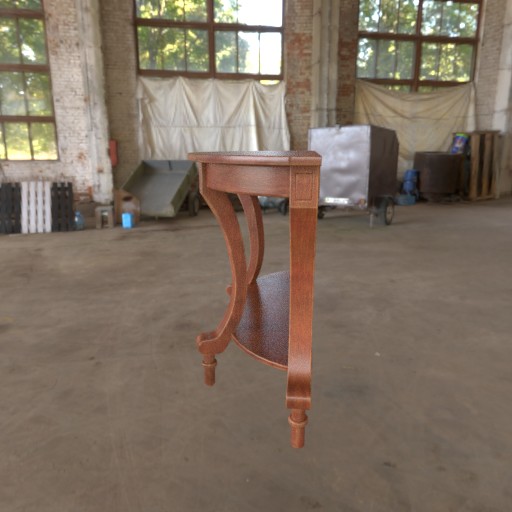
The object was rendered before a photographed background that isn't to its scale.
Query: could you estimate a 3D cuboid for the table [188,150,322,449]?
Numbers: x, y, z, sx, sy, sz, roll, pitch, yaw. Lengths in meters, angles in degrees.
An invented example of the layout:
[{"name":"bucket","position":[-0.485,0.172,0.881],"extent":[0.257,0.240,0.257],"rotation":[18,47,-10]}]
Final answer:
[{"name":"table","position":[0.000,0.000,1.532],"extent":[0.394,0.699,1.198],"rotation":[2,14,6]}]
